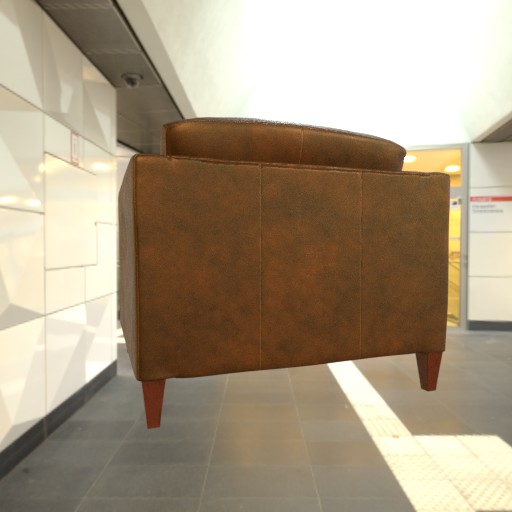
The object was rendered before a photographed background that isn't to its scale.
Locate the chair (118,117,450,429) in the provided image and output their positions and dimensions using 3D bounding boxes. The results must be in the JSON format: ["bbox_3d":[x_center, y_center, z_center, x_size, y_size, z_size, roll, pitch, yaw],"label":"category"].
[{"bbox_3d":[0.000,0.000,1.715,0.990,0.864,0.975,0,1,-19],"label":"chair"}]
